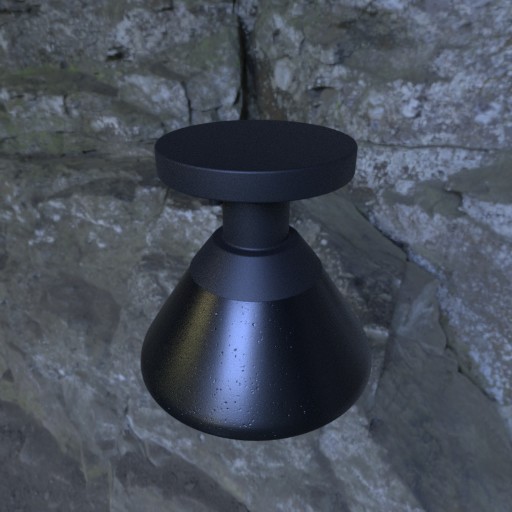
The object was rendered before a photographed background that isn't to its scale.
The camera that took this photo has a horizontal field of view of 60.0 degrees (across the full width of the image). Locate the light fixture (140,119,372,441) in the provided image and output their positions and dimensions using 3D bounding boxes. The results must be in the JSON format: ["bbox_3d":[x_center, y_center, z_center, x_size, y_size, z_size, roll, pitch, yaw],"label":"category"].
[{"bbox_3d":[0.000,0.000,0.351,0.200,0.183,0.200,0,29,0],"label":"light fixture"}]
